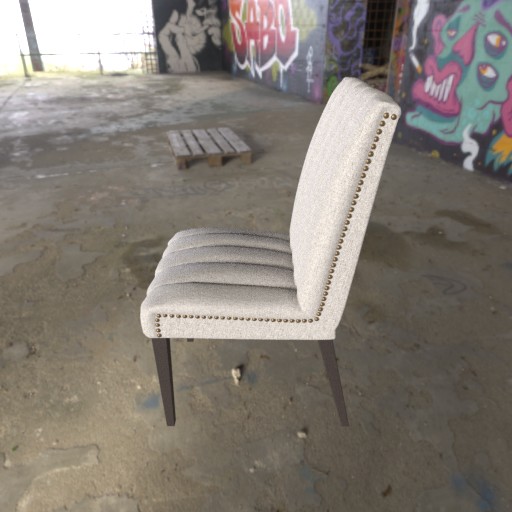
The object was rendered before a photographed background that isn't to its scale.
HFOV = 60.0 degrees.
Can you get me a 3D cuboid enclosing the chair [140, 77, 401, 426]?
[{"bbox_3d":[0.000,0.000,1.398,0.647,1.016,0.511,0,28,1],"label":"chair"}]
